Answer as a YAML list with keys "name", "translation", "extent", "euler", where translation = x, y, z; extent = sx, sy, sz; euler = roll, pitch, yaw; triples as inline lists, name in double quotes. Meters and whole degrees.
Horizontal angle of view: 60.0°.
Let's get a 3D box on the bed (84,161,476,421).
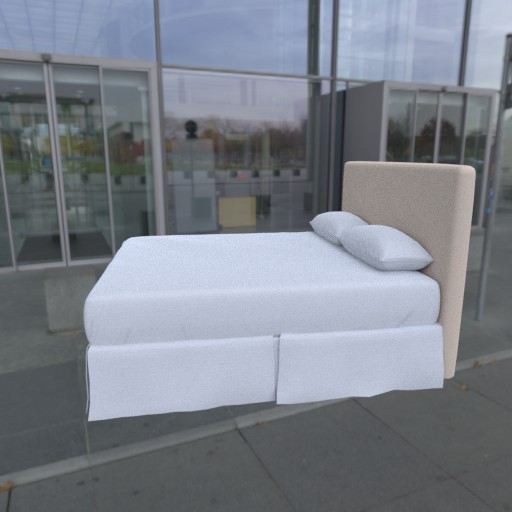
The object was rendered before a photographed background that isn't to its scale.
- name: "bed"
  translation: [0.000, 0.000, 3.218]
  extent: [2.142, 1.330, 1.884]
  euler: [-2, 13, -9]
